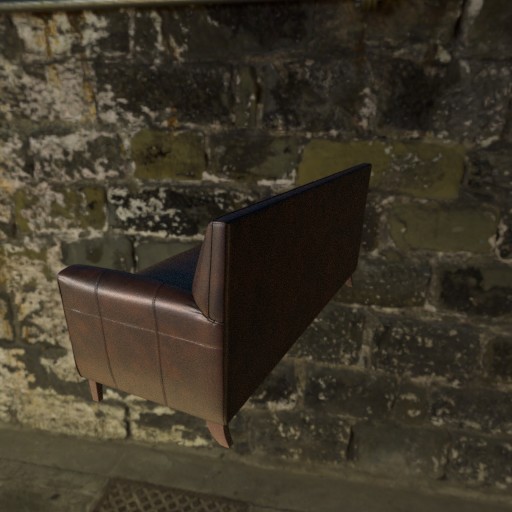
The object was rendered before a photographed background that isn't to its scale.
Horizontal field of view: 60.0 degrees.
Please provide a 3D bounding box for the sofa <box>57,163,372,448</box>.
[{"bbox_3d":[0.000,0.000,2.427,0.786,0.871,1.995,8,19,25],"label":"sofa"}]
